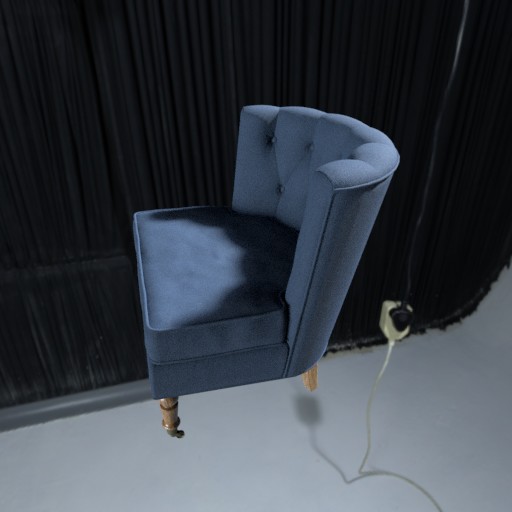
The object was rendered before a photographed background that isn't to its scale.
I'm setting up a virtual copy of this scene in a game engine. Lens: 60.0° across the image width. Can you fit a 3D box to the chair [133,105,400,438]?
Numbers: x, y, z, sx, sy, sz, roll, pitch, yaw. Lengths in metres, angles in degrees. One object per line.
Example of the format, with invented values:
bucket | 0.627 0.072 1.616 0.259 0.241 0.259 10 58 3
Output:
chair | 0.000 0.000 1.365 0.718 0.771 0.740 -8 31 -14
